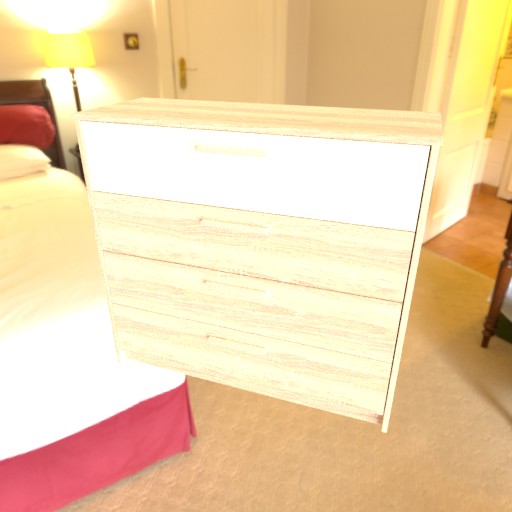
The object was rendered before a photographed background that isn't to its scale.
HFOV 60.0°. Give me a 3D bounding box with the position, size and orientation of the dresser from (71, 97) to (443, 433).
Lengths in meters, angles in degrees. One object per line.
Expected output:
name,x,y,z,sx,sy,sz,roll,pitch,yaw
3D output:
dresser,0.000,0.000,1.452,0.980,0.900,0.380,9,28,17
